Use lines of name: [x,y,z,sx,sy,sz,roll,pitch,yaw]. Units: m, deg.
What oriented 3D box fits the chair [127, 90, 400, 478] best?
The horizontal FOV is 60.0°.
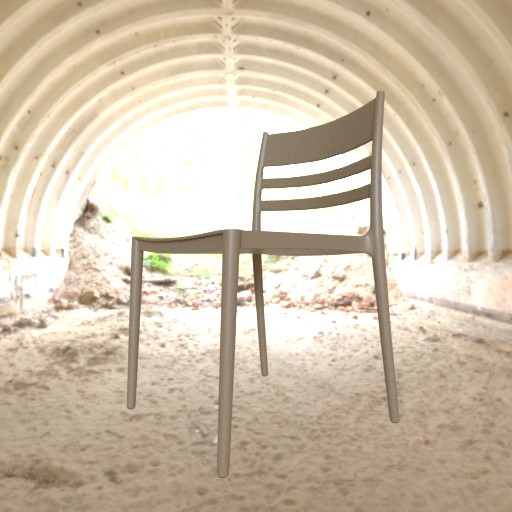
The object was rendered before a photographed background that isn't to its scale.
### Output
chair: [0.000,0.000,1.134,0.511,0.800,0.531,0,0,-37]
